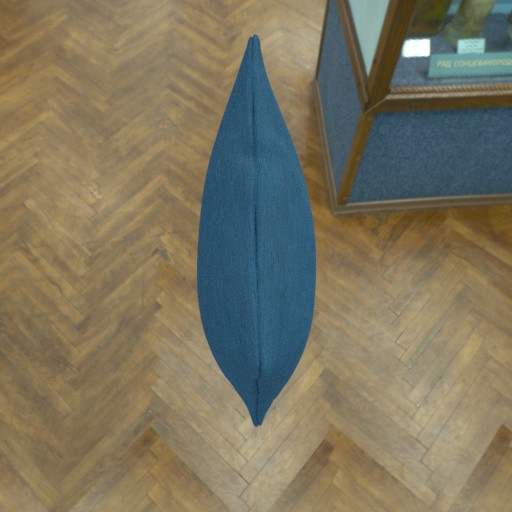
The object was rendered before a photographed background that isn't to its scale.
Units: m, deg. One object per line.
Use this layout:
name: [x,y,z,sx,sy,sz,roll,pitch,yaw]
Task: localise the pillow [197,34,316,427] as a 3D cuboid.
pillow: [0.000,0.000,0.658,0.177,0.420,0.437,-1,63,-1]
